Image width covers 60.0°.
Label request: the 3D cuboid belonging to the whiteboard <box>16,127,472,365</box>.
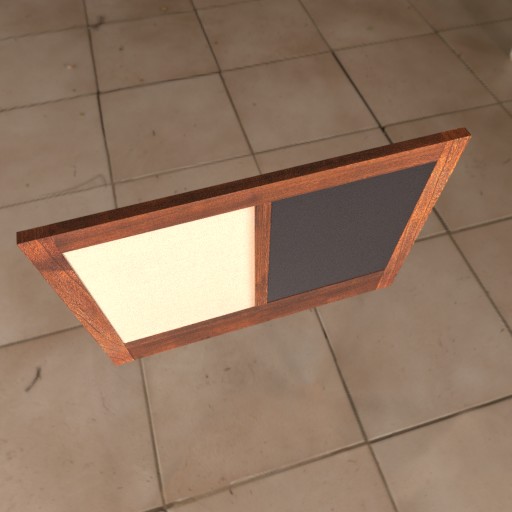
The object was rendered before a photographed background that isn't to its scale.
[{"bbox_3d":[0.000,0.000,0.972,0.768,0.553,0.083,-15,59,-9],"label":"whiteboard"}]
